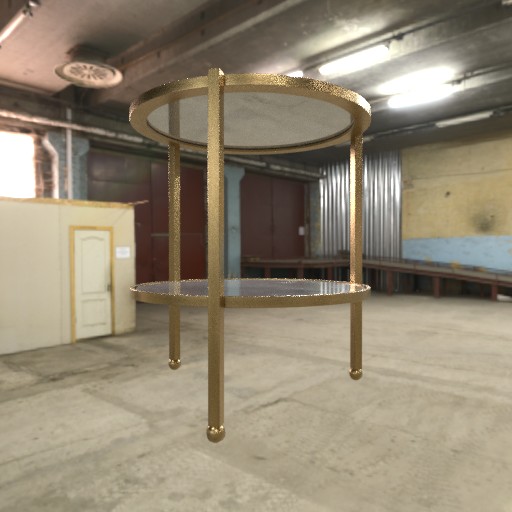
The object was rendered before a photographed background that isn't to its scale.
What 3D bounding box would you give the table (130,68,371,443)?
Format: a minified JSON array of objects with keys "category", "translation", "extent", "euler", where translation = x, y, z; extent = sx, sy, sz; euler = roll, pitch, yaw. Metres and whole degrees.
[{"category":"table","translation":[0.000,0.000,0.443],"extent":[0.243,0.269,0.231],"euler":[0,0,-19]}]
